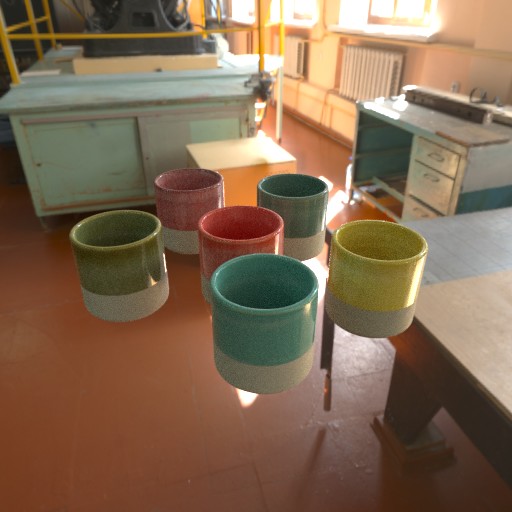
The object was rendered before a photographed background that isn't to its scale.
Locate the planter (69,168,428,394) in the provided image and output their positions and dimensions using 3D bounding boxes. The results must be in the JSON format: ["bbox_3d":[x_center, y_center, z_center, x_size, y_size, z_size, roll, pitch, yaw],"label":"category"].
[{"bbox_3d":[0.000,0.000,0.407,0.286,0.075,0.257,10,31,16],"label":"planter"}]
